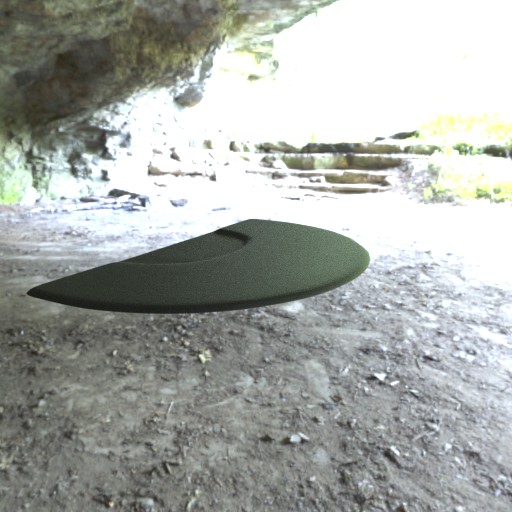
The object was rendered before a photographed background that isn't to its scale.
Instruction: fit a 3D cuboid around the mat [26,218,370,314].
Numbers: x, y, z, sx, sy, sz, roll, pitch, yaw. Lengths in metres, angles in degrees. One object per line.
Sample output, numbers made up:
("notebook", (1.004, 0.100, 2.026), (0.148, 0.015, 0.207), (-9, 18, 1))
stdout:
("mat", (0.000, 0.000, 1.875), (0.917, 0.022, 1.525), (8, 17, 27))
